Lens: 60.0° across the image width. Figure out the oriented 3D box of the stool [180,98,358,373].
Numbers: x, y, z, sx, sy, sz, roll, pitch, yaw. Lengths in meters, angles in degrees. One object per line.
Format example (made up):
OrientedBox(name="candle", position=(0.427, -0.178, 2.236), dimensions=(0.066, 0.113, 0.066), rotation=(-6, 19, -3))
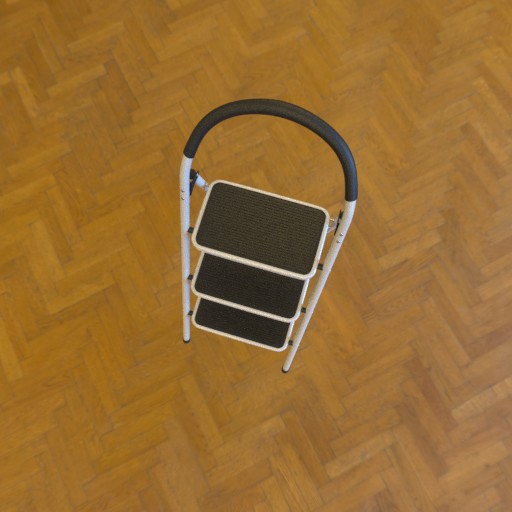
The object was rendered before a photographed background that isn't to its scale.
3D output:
OrientedBox(name="stool", position=(0.000, 0.000, 1.497), dimensions=(0.485, 1.109, 0.676), rotation=(16, 76, 4))
